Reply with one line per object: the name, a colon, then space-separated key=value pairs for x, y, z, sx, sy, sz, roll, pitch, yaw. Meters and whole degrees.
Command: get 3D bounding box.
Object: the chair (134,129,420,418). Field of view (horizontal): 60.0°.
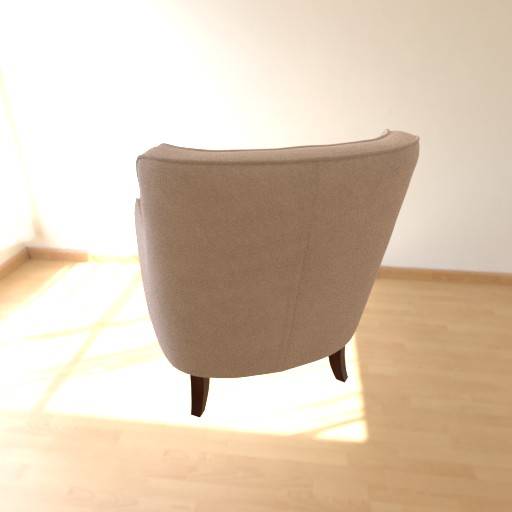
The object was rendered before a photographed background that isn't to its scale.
chair: x=0.000 y=0.000 z=1.559 sx=0.781 sy=0.920 sz=0.910 roll=-8 pitch=27 yaw=-16
